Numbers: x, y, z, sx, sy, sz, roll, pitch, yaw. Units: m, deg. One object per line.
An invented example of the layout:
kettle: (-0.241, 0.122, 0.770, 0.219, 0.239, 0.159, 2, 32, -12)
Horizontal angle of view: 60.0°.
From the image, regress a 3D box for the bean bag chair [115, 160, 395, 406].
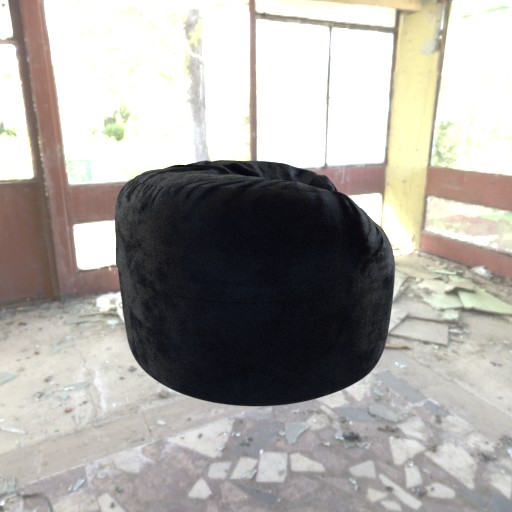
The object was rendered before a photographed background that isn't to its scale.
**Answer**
bean bag chair: (0.000, 0.000, 1.514, 0.918, 0.616, 0.918, 0, 17, 0)
